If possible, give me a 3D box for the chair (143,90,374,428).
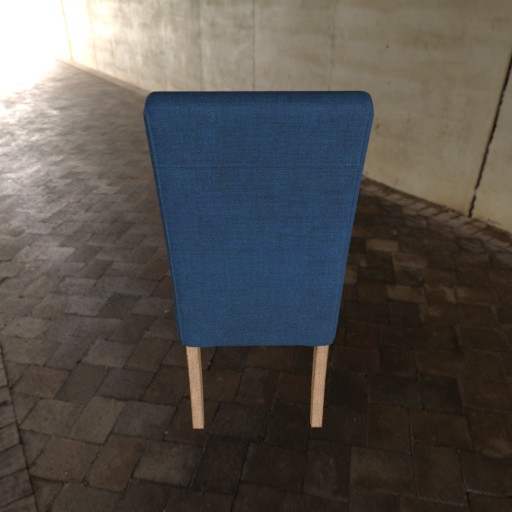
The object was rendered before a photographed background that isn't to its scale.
[{"bbox_3d":[0.000,0.000,1.331,0.450,1.029,0.610,0,30,-1],"label":"chair"}]
